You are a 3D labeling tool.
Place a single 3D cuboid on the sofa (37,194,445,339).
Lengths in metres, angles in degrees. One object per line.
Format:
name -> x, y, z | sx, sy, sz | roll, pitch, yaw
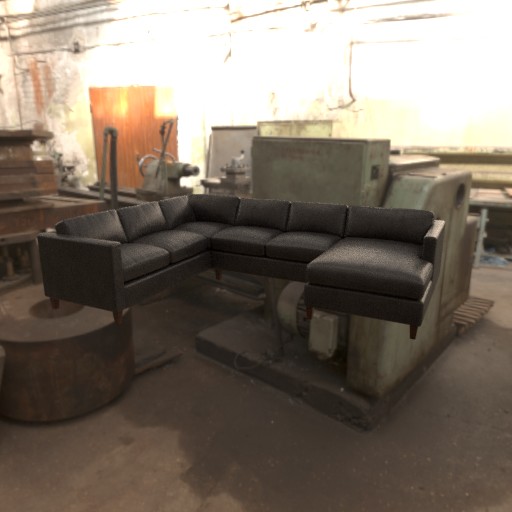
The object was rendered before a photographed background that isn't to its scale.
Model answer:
sofa -> 0.000, 0.000, 4.498 | 3.324, 0.891, 2.452 | 8, 17, 26
